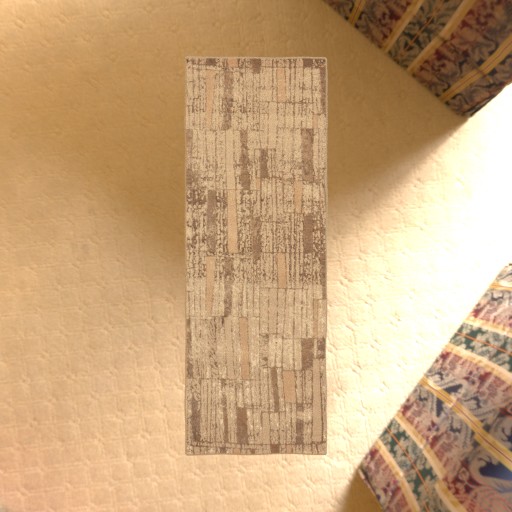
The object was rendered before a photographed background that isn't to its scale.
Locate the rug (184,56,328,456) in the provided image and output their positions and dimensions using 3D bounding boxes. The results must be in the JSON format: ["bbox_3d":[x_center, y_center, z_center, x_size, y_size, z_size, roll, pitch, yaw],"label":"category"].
[{"bbox_3d":[0.000,0.000,2.649,0.857,0.018,2.383,0,90,-1],"label":"rug"}]
